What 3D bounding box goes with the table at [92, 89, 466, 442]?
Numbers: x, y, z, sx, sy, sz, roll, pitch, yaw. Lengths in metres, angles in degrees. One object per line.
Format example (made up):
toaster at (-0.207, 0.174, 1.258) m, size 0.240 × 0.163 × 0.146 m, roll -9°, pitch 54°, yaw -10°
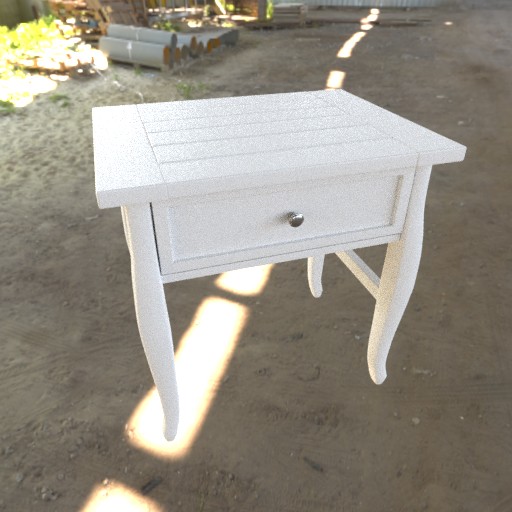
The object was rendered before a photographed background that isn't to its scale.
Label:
table at (0.000, 0.000, 1.016) m, size 0.599 × 0.605 × 0.463 m, roll -10°, pitch 34°, yaw -15°
